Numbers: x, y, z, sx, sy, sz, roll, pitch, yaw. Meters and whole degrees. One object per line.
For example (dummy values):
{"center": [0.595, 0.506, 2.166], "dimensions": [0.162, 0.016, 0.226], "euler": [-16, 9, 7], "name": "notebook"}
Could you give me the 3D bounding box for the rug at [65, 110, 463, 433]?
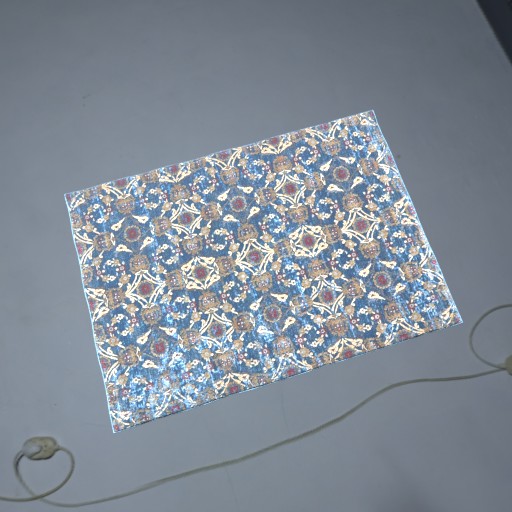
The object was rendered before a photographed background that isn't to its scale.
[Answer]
{"center": [0.000, 0.000, 2.857], "dimensions": [2.207, 0.014, 1.567], "euler": [-16, 76, -4], "name": "rug"}
